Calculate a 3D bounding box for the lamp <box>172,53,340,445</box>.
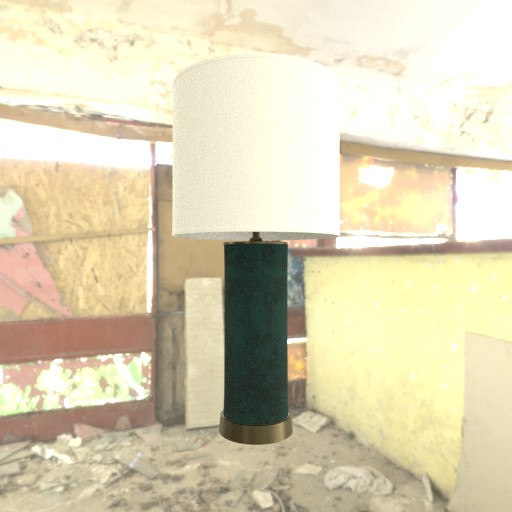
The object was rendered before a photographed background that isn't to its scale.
[{"bbox_3d":[0.000,0.000,0.807,0.301,0.630,0.301,0,-1,-1],"label":"lamp"}]
